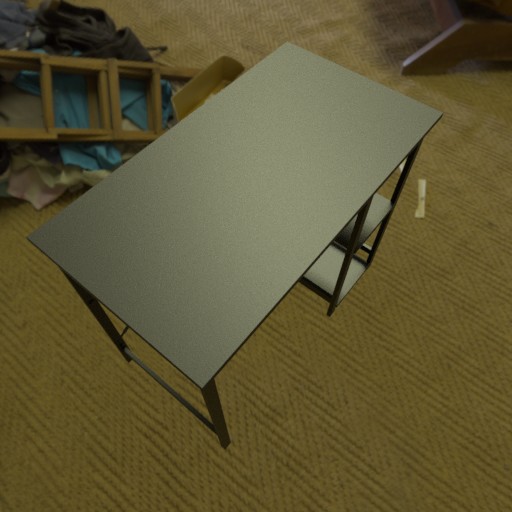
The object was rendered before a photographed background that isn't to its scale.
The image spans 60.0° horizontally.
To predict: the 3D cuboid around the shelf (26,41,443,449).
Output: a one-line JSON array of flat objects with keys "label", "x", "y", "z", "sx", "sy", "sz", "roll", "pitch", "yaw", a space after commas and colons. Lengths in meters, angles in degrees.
[{"label": "shelf", "x": 0.000, "y": 0.000, "z": 1.338, "sx": 0.498, "sy": 0.749, "sz": 0.902, "roll": 34, "pitch": 64, "yaw": 20}]
